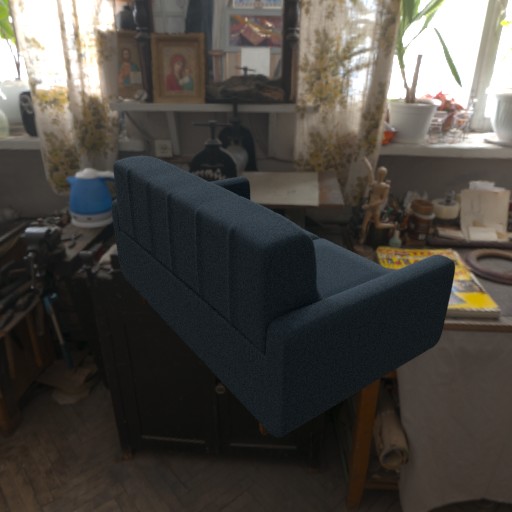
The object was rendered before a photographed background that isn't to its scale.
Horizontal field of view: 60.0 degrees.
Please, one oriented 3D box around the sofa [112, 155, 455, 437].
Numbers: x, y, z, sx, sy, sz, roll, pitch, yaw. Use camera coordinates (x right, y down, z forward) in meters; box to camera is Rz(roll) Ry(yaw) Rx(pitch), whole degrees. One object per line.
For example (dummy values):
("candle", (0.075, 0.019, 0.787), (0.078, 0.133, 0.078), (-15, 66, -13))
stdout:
("sofa", (0.000, 0.000, 2.296), (0.942, 0.896, 1.651), (-17, 31, -32))
